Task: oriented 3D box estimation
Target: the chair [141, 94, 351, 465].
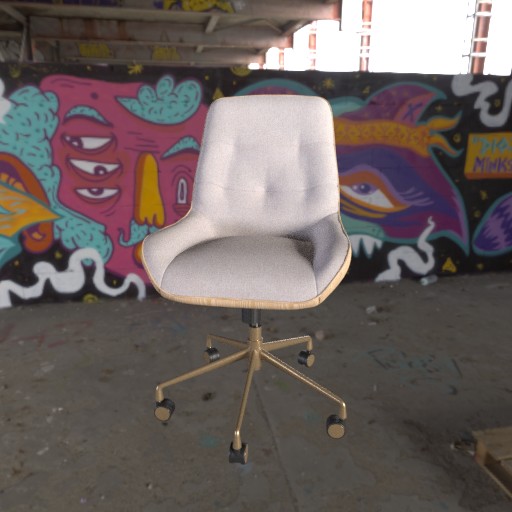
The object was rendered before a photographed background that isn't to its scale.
[{"bbox_3d":[0.000,0.000,1.326,0.564,0.952,0.668,2,16,8],"label":"chair"}]
